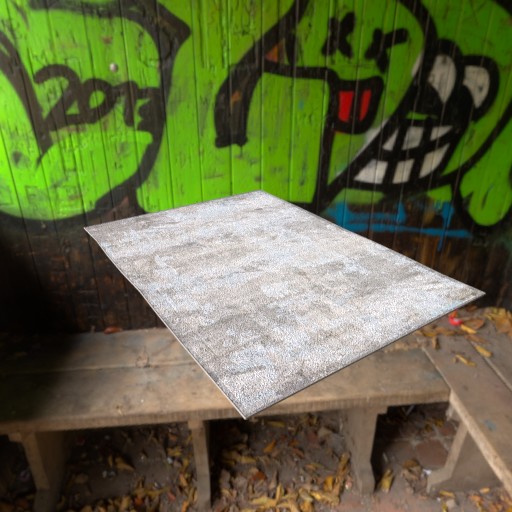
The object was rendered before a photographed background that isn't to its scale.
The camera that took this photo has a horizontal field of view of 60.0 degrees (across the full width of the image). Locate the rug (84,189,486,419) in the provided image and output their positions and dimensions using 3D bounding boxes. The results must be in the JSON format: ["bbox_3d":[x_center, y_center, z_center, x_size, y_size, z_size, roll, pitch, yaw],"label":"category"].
[{"bbox_3d":[0.000,0.000,4.301,2.393,0.013,3.307,-17,31,-30],"label":"rug"}]
